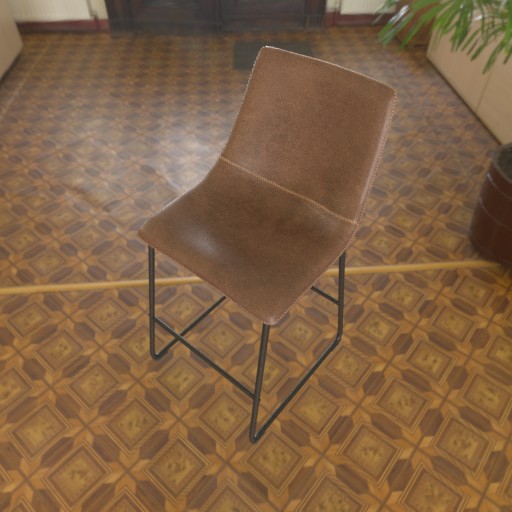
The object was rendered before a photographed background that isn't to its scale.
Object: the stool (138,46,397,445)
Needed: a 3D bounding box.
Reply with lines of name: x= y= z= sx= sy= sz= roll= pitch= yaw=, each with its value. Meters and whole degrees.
stool: x=0.000 y=0.000 z=1.218 sx=0.460 sy=0.890 sz=0.550 roll=31 pitch=53 yaw=27
